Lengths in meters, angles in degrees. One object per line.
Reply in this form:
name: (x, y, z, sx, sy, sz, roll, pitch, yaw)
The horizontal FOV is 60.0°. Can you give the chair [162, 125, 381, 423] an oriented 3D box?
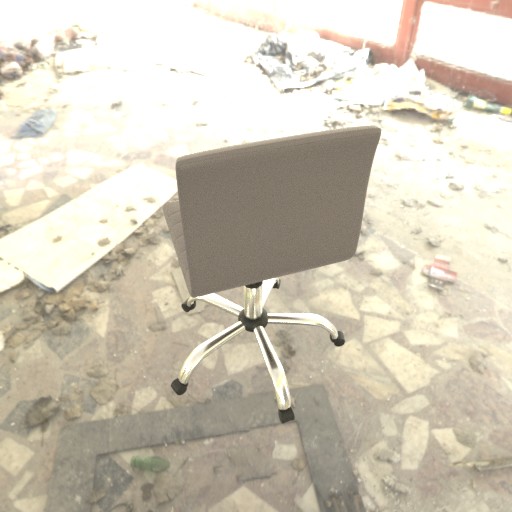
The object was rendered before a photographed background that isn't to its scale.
chair: (0.000, 0.000, 1.136, 0.556, 0.780, 0.530, -13, 43, -15)
